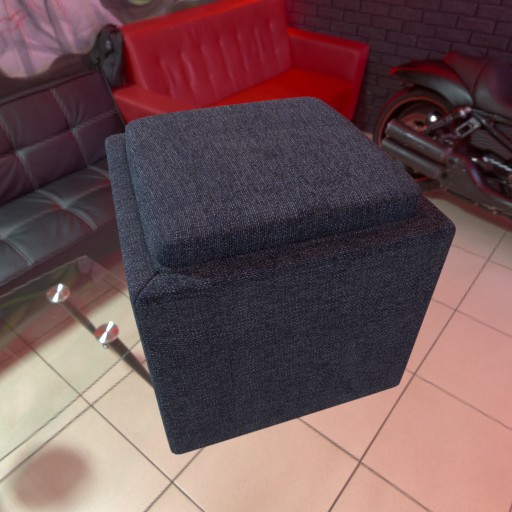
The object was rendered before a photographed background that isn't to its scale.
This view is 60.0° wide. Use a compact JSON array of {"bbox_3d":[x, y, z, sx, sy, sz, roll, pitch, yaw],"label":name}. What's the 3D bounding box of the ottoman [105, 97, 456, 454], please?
[{"bbox_3d":[0.000,0.000,0.826,0.450,0.460,0.450,-12,42,-14],"label":"ottoman"}]
